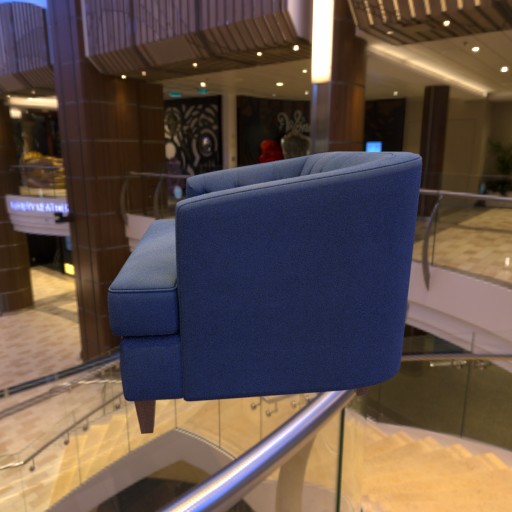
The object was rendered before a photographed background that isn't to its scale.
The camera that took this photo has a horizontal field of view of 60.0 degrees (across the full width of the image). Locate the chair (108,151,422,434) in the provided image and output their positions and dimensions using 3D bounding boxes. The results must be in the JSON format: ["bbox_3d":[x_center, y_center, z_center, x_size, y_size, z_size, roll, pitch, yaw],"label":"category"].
[{"bbox_3d":[0.000,0.000,1.721,0.914,0.787,1.118,-2,13,-7],"label":"chair"}]
